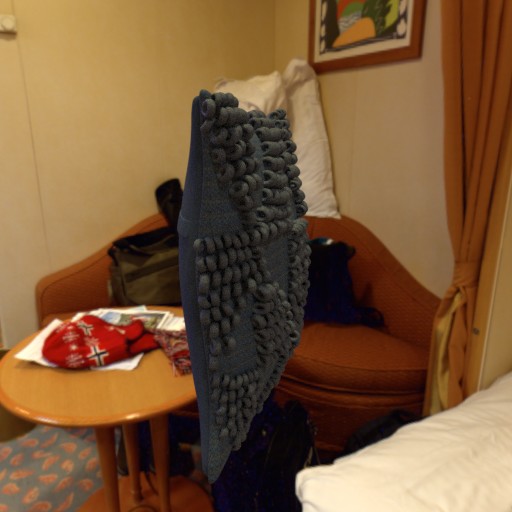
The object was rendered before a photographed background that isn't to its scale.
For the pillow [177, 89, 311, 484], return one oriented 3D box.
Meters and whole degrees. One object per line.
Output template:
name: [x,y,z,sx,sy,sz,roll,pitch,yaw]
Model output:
pillow: [0.000,0.000,0.708,0.172,0.466,0.469,3,16,11]
